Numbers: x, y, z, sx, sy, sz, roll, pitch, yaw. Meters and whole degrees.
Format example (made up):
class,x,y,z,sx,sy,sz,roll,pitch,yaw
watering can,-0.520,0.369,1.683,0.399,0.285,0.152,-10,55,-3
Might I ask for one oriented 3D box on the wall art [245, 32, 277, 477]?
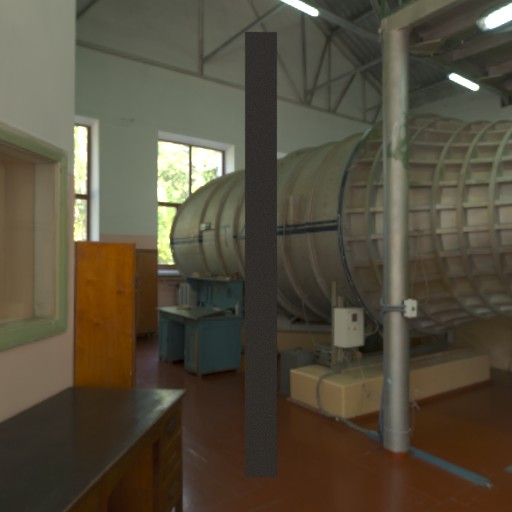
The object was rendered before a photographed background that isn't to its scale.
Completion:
class,x,y,z,sx,sy,sz,roll,pitch,yaw
wall art,0.000,0.000,0.529,0.024,0.329,0.404,0,-1,-1
